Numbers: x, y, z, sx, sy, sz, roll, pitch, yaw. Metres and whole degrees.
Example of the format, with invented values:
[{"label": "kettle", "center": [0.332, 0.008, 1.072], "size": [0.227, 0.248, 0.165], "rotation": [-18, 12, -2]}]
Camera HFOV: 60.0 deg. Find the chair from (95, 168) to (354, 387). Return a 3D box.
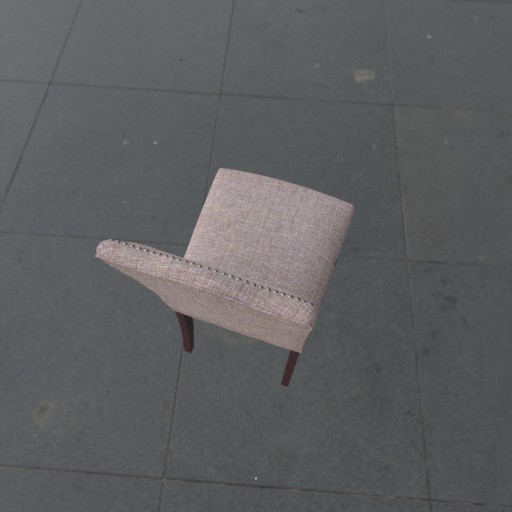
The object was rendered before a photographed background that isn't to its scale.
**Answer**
[{"label": "chair", "center": [0.000, 0.000, 1.362], "size": [0.513, 1.016, 0.660], "rotation": [17, 65, 8]}]
